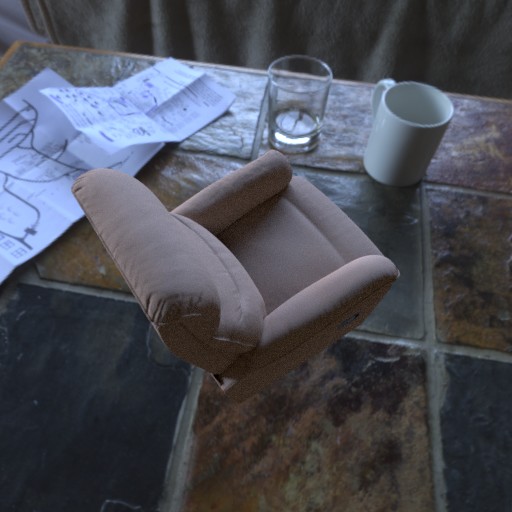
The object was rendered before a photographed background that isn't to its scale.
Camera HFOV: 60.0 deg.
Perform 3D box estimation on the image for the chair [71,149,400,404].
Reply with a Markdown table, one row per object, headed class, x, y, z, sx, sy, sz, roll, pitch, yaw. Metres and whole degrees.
| class | x | y | z | sx | sy | sz | roll | pitch | yaw |
| --- | --- | --- | --- | --- | --- | --- | --- | --- | --- |
| chair | 0.000 | 0.000 | 1.767 | 1.004 | 1.037 | 0.820 | -30 | 62 | -18 |
